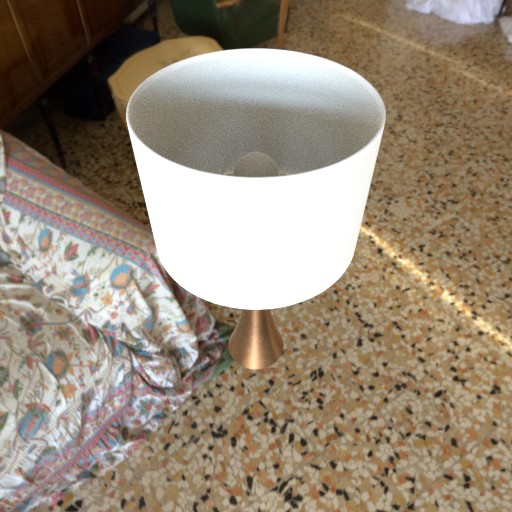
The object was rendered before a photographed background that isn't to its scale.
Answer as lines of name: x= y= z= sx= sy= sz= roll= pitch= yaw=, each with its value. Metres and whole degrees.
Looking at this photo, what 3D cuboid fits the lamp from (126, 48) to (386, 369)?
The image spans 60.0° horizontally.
lamp: x=0.000 y=0.000 z=0.640 sx=0.268 sy=0.479 sz=0.268 roll=-18 pitch=50 yaw=-16
